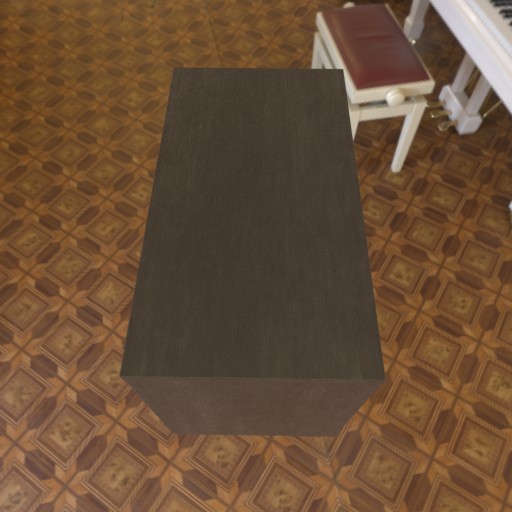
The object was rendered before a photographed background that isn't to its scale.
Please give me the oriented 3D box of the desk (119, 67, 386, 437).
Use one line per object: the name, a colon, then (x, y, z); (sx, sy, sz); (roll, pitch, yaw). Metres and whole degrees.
desk: (0.000, 0.000, 1.601); (0.600, 0.750, 1.100); (1, 59, 0)
